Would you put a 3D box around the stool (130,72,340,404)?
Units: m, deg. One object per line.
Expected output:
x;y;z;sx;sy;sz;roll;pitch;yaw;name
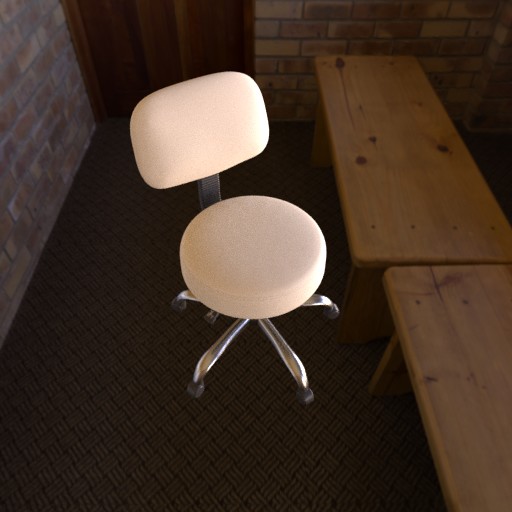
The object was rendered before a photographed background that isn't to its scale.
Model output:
0.000;0.000;1.270;0.609;0.810;0.616;-25;51;-22;stool
